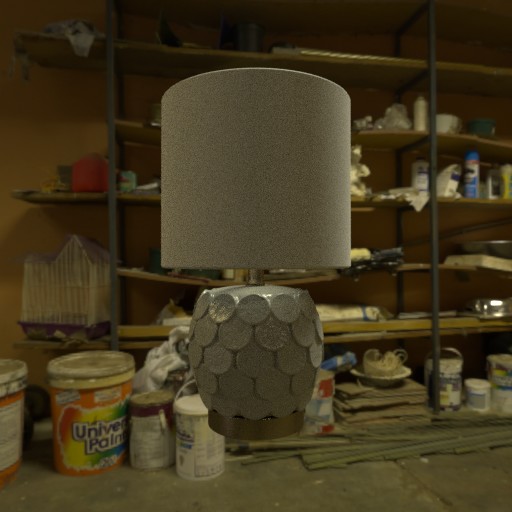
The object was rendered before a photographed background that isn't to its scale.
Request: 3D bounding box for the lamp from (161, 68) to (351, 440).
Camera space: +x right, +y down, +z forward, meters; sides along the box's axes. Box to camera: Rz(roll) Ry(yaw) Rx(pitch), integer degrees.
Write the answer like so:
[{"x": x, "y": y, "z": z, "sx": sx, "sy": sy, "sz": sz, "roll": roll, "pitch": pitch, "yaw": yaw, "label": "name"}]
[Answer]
[{"x": 0.000, "y": 0.000, "z": 0.608, "sx": 0.254, "sy": 0.452, "sz": 0.254, "roll": 0, "pitch": 0, "yaw": 0, "label": "lamp"}]
